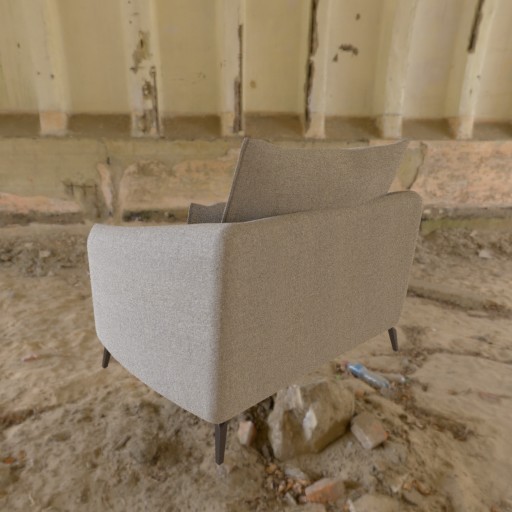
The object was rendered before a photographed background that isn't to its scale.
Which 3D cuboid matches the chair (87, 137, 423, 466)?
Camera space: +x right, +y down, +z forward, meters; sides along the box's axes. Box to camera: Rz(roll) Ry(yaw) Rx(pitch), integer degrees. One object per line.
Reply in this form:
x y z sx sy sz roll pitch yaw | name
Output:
0.000 0.000 1.619 1.029 0.856 0.801 -15 21 -41 | chair
